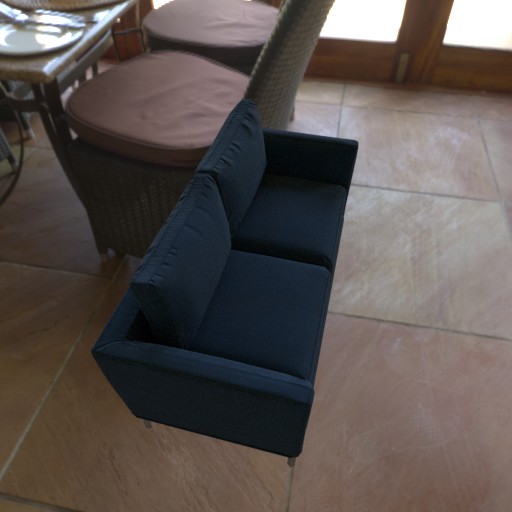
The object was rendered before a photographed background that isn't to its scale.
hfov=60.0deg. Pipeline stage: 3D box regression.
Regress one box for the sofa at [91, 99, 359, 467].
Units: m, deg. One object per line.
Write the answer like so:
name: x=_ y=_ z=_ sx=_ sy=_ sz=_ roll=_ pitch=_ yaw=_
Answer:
sofa: x=0.000 y=0.000 z=2.362 sx=0.853 sy=1.002 sz=1.770 roll=11 pitch=47 yaw=10
